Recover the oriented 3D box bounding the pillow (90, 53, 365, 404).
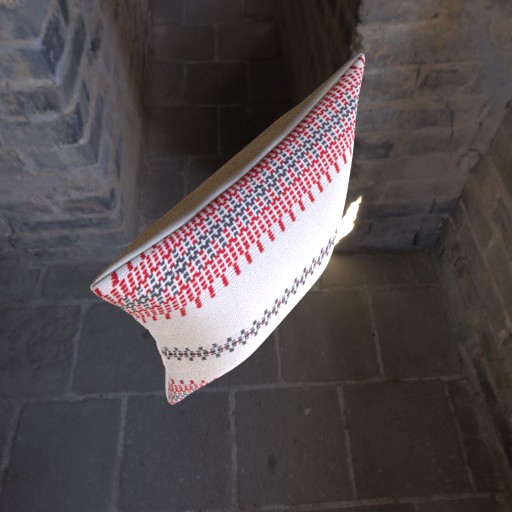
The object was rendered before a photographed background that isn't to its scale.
[{"bbox_3d":[0.000,0.000,0.694,0.160,0.454,0.463,36,65,20],"label":"pillow"}]
